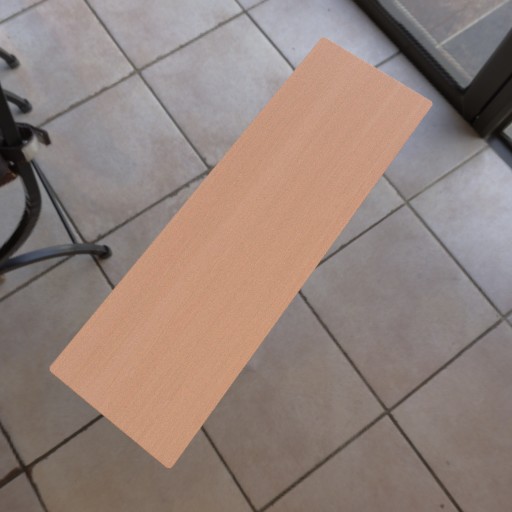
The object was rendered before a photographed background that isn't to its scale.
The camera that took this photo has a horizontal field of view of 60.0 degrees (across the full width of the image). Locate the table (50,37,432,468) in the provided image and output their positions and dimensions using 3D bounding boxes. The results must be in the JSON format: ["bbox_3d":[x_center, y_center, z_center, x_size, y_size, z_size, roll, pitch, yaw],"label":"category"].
[{"bbox_3d":[0.000,0.000,1.733,0.447,0.750,1.397,35,78,9],"label":"table"}]
